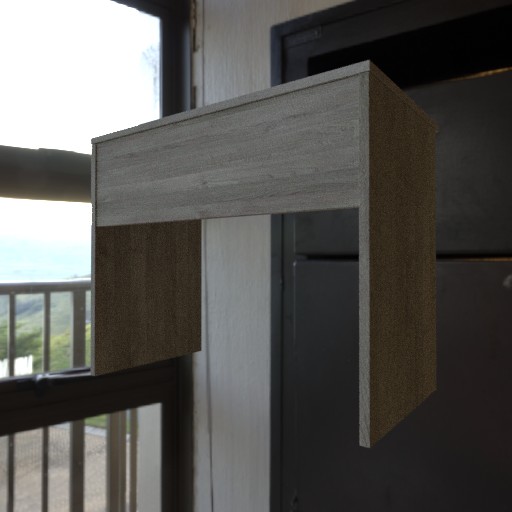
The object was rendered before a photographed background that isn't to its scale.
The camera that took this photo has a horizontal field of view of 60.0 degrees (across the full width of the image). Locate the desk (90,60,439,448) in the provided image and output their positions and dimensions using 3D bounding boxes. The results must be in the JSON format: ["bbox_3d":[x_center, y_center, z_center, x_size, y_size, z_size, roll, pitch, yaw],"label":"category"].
[{"bbox_3d":[0.000,0.000,1.289,0.893,0.724,0.498,0,-1,36],"label":"desk"}]
